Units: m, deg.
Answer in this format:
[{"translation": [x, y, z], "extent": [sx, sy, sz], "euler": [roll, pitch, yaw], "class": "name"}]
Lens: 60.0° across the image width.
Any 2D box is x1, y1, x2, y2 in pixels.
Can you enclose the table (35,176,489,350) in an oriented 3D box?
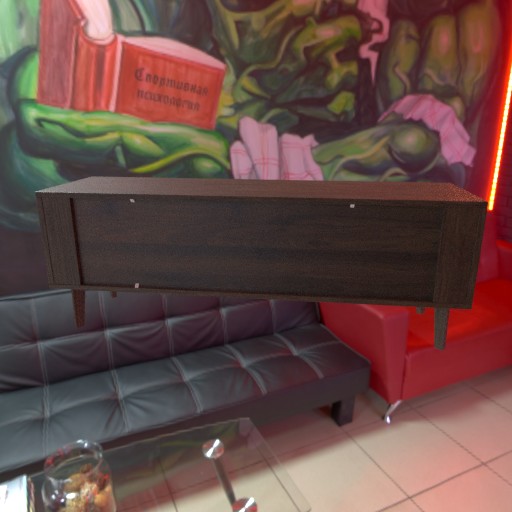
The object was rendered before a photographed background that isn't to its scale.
[{"translation": [0.000, 0.000, 1.622], "extent": [1.397, 0.508, 0.405], "euler": [2, 18, 7], "class": "table"}]
